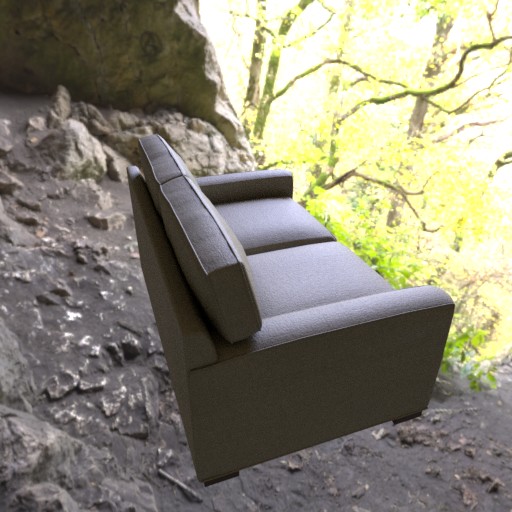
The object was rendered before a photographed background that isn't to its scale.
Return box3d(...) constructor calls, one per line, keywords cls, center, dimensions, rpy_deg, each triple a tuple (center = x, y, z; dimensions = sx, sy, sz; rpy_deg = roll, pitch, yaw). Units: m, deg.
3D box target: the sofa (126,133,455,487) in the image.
box3d(cls="sofa", center=(0.000, 0.000, 2.020), dimensions=(0.940, 0.853, 1.484), rpy_deg=(-10, 31, -17))
